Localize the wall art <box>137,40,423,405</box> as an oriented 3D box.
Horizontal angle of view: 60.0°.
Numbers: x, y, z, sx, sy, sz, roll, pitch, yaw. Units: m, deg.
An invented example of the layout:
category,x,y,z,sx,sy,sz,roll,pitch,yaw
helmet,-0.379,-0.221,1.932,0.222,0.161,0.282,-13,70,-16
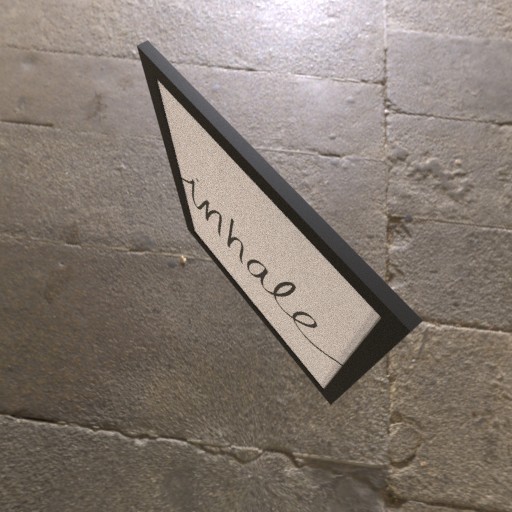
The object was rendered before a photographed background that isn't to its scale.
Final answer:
category,x,y,z,sx,sy,sz,roll,pitch,yaw
wall art,0.000,0.000,0.522,0.013,0.356,0.356,-35,69,-16
